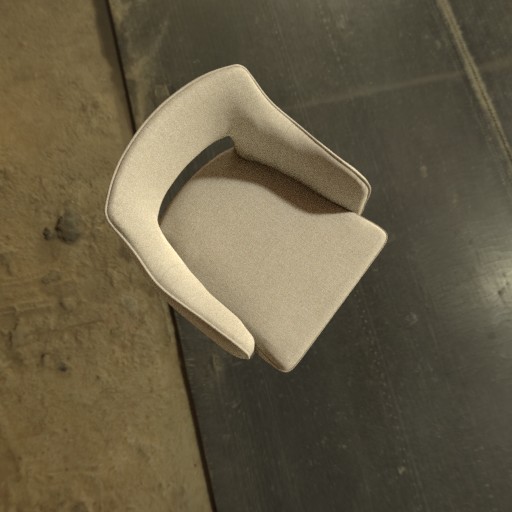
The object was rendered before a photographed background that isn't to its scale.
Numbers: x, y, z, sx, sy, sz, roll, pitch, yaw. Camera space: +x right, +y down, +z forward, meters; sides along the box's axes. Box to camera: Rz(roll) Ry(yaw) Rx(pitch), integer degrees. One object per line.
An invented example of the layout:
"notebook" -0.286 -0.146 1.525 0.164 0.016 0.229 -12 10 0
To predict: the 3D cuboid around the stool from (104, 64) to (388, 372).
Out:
"stool" 0.000 0.000 1.356 0.560 1.041 0.550 37 79 9
